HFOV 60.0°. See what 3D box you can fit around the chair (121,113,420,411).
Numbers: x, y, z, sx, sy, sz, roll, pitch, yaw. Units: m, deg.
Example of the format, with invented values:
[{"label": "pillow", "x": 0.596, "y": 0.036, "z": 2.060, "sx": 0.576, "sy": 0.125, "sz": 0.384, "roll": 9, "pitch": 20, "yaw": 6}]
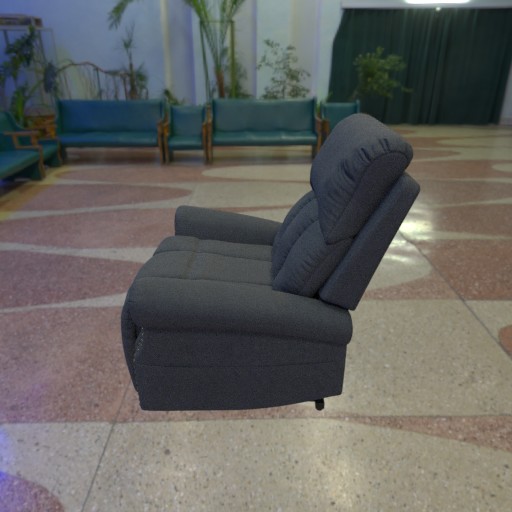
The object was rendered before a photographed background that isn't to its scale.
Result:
[{"label": "chair", "x": 0.000, "y": 0.000, "z": 1.752, "sx": 0.979, "sy": 1.031, "sz": 0.871, "roll": 1, "pitch": 25, "yaw": 2}]
